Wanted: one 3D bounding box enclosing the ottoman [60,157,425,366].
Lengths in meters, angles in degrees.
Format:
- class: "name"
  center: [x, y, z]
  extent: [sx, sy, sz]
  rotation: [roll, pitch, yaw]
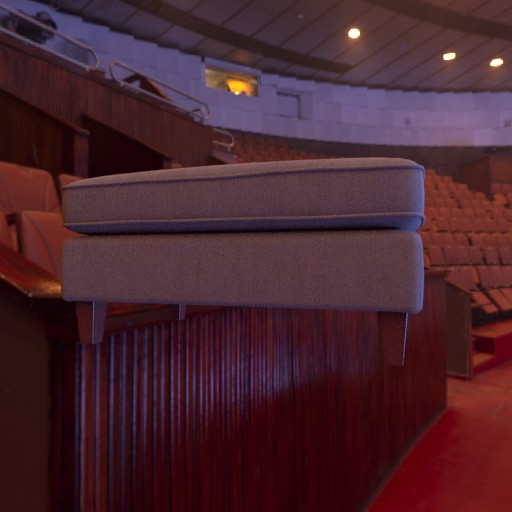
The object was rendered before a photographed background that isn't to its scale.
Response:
- class: "ottoman"
  center: [0.000, 0.000, 1.333]
  extent: [0.941, 0.480, 0.636]
  rotation: [0, -1, 18]
